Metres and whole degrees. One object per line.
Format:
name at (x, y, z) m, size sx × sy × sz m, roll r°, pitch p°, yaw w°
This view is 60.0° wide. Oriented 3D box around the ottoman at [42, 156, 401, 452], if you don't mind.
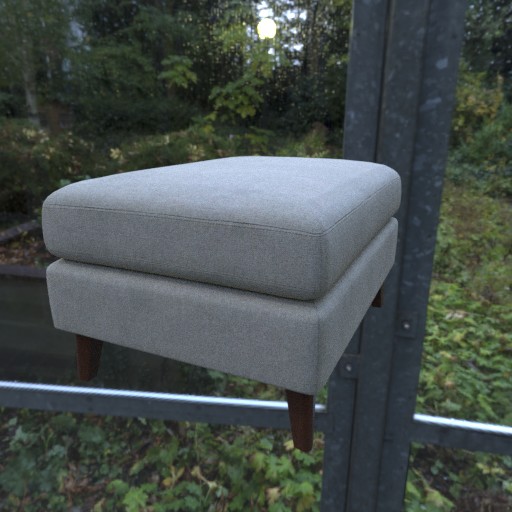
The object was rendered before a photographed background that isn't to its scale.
ottoman at (0.000, 0.000, 1.167) m, size 0.610 × 0.478 × 0.823 m, roll 8°, pitch 18°, yaw 24°
